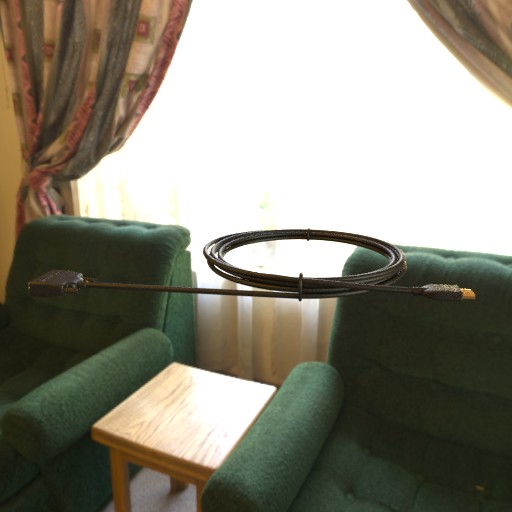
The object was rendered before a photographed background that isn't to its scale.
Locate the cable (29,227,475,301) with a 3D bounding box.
[{"bbox_3d":[0.000,0.000,0.525,0.422,0.030,0.257,2,16,8],"label":"cable"}]
